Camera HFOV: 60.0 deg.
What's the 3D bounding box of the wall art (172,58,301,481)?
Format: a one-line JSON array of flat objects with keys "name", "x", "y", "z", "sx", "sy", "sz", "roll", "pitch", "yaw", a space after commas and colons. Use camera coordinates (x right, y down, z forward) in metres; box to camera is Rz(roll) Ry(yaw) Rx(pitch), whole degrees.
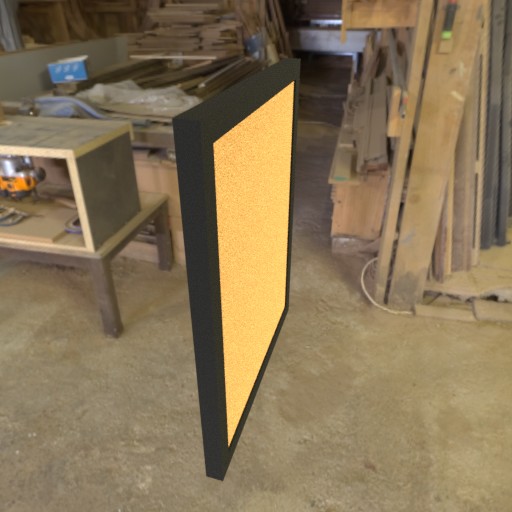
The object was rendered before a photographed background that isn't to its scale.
[{"name": "wall art", "x": 0.000, "y": 0.000, "z": 0.745, "sx": 0.029, "sy": 0.559, "sz": 0.457, "roll": 9, "pitch": 32, "yaw": 14}]
